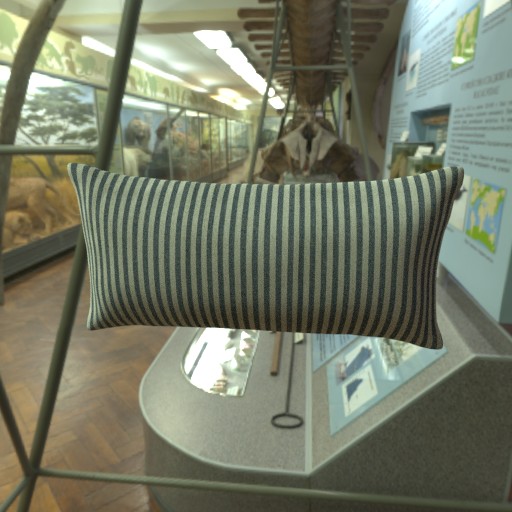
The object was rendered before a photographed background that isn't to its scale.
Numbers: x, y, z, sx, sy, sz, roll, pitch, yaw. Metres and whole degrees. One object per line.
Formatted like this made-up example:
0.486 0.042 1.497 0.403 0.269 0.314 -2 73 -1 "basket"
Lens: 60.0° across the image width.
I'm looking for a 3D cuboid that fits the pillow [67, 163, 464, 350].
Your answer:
0.000 0.000 0.724 0.617 0.295 0.151 2 15 7 "pillow"
